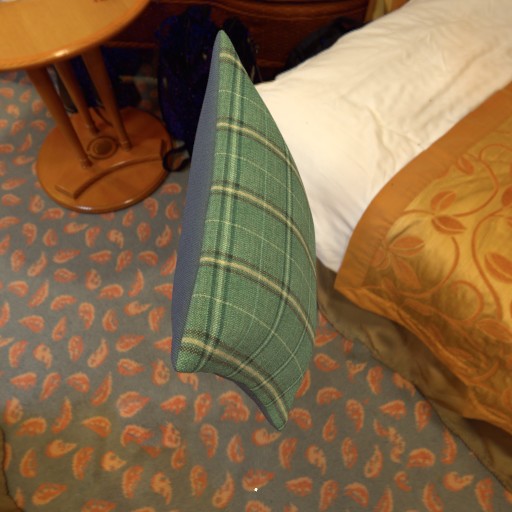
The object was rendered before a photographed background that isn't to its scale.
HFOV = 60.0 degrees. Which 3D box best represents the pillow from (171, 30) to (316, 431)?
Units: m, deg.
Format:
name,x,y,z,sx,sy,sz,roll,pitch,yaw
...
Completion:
name,x,y,z,sx,sy,sz,roll,pitch,yaw
pillow,0.000,0.000,0.674,0.200,0.430,0.453,3,62,1
